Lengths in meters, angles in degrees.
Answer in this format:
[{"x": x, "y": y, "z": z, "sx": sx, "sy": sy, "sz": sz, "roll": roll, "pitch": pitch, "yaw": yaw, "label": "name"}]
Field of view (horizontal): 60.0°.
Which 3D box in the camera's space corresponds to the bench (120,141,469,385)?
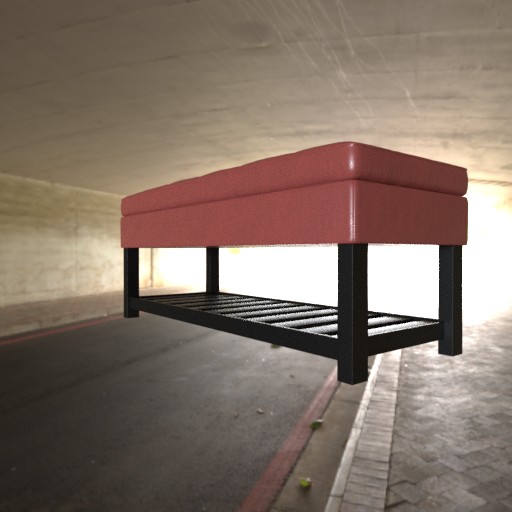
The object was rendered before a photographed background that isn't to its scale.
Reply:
[{"x": 0.000, "y": 0.000, "z": 1.347, "sx": 0.432, "sy": 0.460, "sz": 1.105, "roll": 0, "pitch": 1, "yaw": -38, "label": "bench"}]
